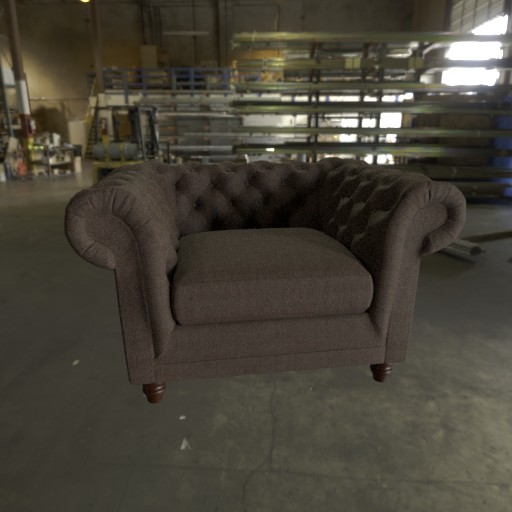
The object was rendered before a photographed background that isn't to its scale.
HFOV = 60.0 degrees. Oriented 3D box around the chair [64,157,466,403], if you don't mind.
[{"bbox_3d":[0.000,0.000,1.884,1.298,0.780,0.945,-3,17,-9],"label":"chair"}]
